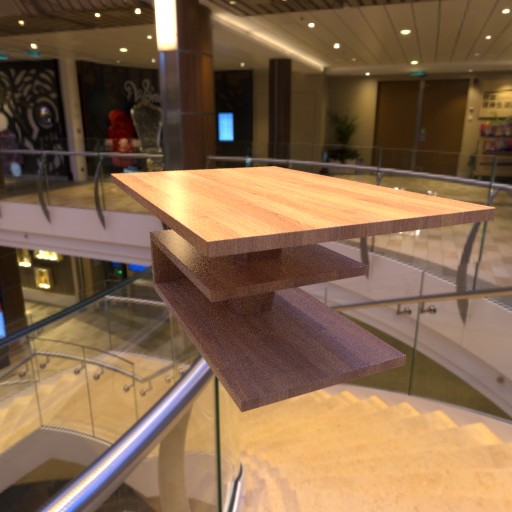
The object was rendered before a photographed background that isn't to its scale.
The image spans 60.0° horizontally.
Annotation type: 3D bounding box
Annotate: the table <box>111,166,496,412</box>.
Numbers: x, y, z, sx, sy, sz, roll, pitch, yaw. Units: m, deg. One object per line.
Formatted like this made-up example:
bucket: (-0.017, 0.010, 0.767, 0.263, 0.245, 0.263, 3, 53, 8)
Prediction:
table: (0.000, 0.000, 1.416, 0.700, 0.442, 1.100, -8, 18, -24)
